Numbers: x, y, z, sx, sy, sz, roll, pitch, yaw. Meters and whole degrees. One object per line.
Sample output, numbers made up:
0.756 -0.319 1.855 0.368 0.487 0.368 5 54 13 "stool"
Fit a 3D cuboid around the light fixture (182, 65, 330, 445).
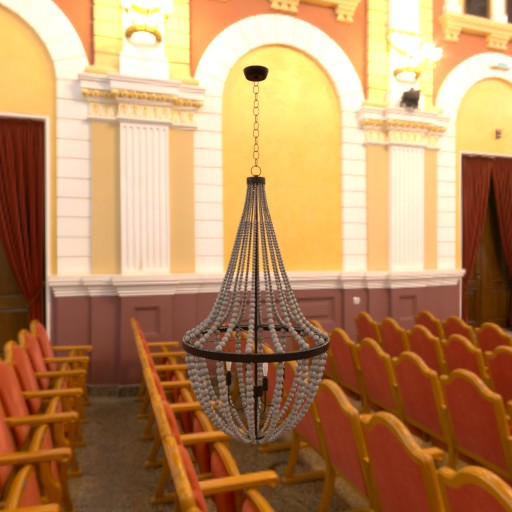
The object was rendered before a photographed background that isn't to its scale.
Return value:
0.000 0.000 1.364 0.450 1.133 0.450 0 1 0 "light fixture"
